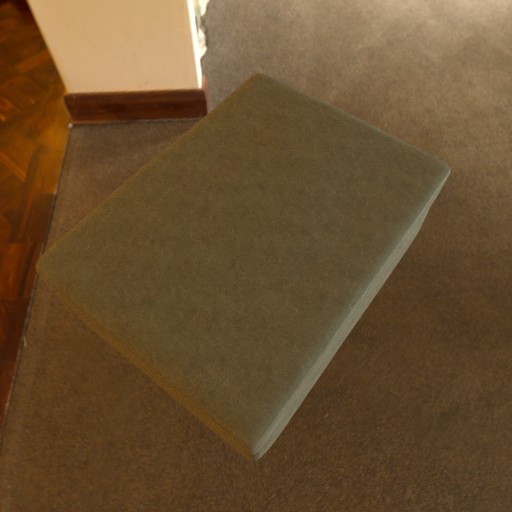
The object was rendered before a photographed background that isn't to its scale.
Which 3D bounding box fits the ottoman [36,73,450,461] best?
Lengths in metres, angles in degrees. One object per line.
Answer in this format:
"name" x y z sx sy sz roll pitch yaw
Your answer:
"ottoman" 0.000 0.000 1.217 0.639 0.464 0.839 33 65 18
